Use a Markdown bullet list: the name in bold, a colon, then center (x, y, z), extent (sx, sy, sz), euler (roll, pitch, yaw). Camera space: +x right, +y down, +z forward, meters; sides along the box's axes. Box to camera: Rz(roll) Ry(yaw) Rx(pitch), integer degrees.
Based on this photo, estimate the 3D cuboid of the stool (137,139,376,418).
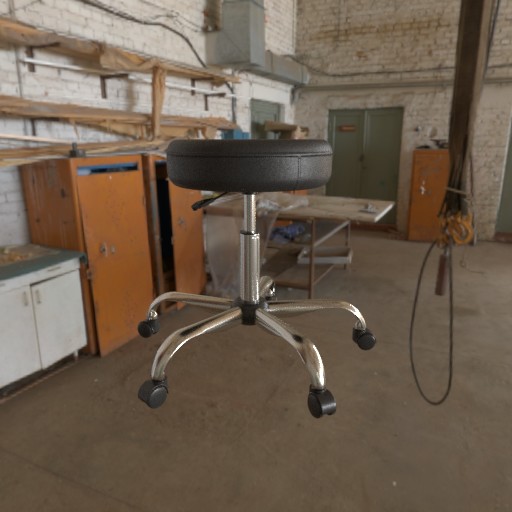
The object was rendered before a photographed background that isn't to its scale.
- **stool**: center (0.000, 0.000, 1.130), extent (0.673, 0.576, 0.638), euler (-8, 17, -28)
